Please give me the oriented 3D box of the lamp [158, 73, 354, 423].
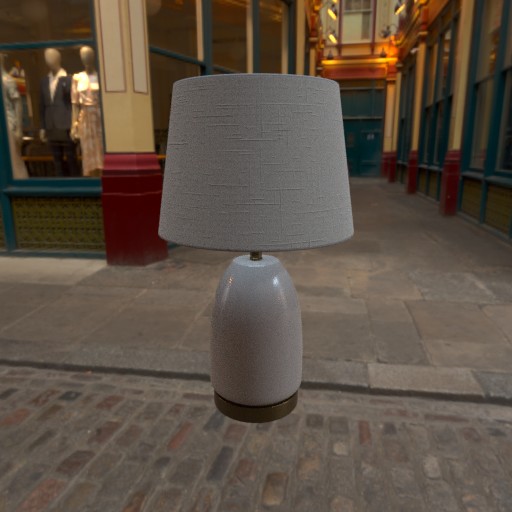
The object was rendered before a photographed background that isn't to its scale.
[{"bbox_3d":[0.000,0.000,0.671,0.285,0.483,0.285,0,14,0],"label":"lamp"}]
